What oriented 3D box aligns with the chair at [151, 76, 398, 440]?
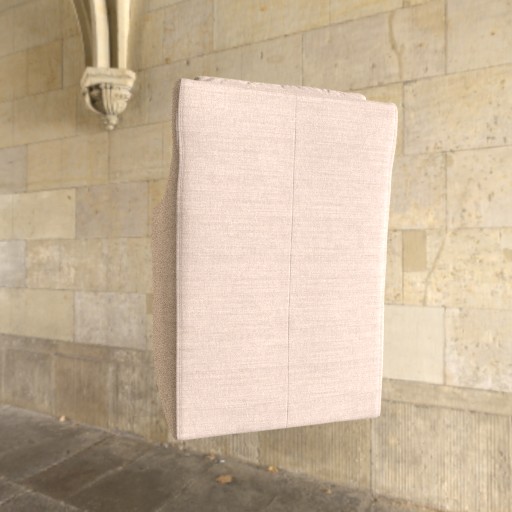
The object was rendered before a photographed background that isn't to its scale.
[{"bbox_3d":[0.000,0.000,1.408,0.626,0.914,0.694,0,-1,-17],"label":"chair"}]
